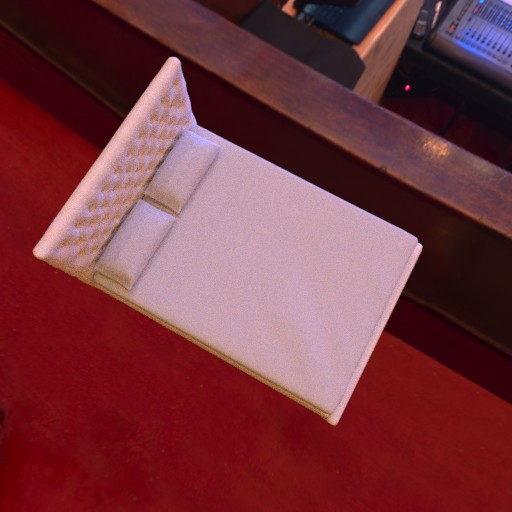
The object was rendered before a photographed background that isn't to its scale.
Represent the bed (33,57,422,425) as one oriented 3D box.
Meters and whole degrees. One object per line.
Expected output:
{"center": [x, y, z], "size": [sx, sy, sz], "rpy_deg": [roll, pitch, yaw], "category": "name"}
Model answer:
{"center": [0.000, 0.000, 3.528], "size": [2.387, 1.427, 1.698], "rpy_deg": [29, 78, 7], "category": "bed"}
